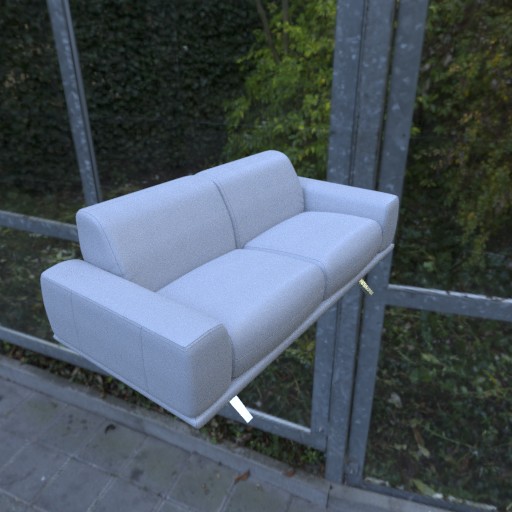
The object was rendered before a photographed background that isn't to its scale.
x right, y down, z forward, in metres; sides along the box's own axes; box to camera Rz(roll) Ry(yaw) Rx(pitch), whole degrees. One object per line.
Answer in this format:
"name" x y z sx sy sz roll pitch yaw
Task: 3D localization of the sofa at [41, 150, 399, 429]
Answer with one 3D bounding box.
"sofa" 0.000 0.000 2.357 0.900 0.772 1.901 18 31 32
